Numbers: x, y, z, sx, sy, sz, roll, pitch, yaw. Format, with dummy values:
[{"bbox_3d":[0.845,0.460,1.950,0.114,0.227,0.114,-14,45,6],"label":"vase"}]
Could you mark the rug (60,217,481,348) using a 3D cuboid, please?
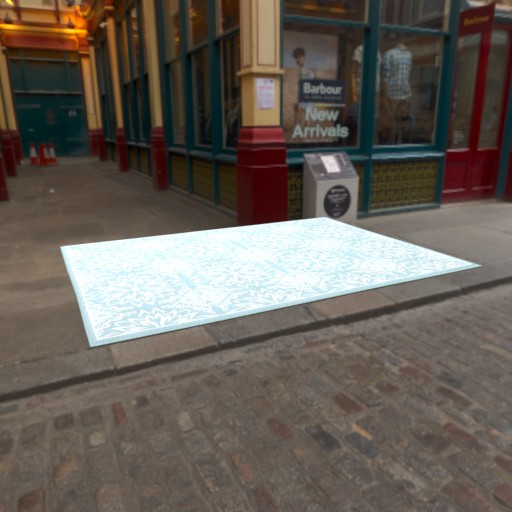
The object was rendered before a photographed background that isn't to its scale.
[{"bbox_3d":[0.000,0.000,2.831,2.205,0.014,1.589,-8,19,-26],"label":"rug"}]
